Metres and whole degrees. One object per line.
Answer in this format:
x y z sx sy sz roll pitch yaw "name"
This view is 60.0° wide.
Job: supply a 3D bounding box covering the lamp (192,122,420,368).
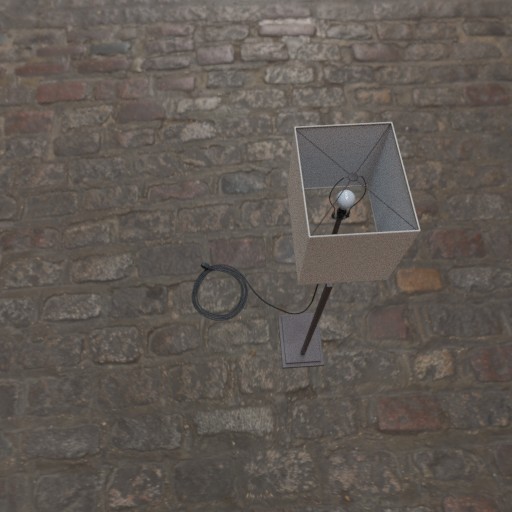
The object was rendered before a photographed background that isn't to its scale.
0.000 0.000 1.959 0.774 1.600 0.698 -3 64 -2 "lamp"
